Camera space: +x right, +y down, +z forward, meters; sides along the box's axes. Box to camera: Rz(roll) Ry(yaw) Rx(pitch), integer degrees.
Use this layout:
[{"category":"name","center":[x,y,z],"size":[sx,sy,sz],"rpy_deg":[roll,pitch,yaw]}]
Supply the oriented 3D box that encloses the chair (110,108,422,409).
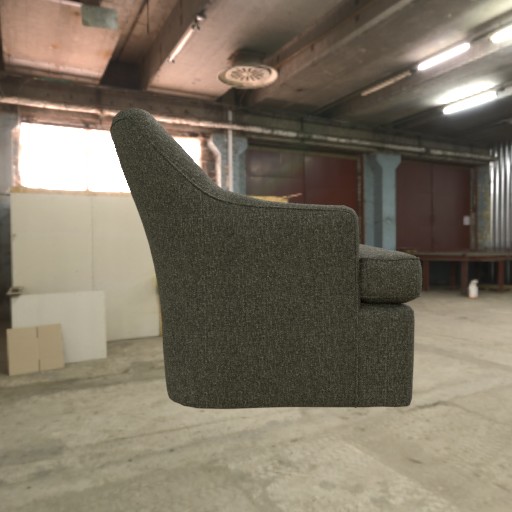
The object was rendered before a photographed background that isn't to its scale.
[{"category":"chair","center":[0.000,0.000,1.568],"size":[0.923,0.856,0.864],"rpy_deg":[0,2,1]}]
